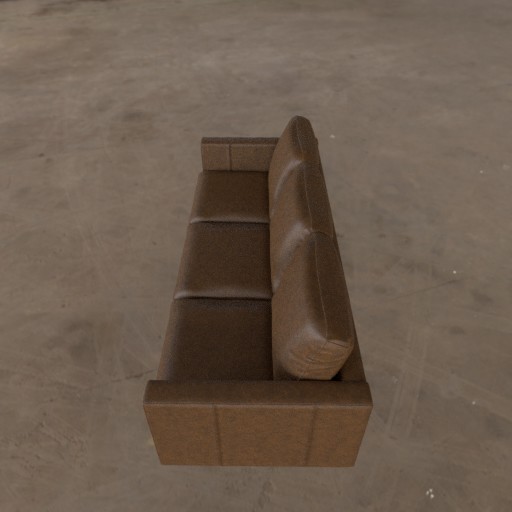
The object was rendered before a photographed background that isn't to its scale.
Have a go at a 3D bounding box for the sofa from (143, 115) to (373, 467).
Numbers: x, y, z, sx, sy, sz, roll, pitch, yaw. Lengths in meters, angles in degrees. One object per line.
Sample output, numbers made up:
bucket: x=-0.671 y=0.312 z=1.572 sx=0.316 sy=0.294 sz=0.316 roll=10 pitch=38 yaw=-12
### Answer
sofa: x=0.000 y=0.000 z=2.645 sx=0.903 sy=0.930 sz=2.231 roll=0 pitch=41 yaw=0
